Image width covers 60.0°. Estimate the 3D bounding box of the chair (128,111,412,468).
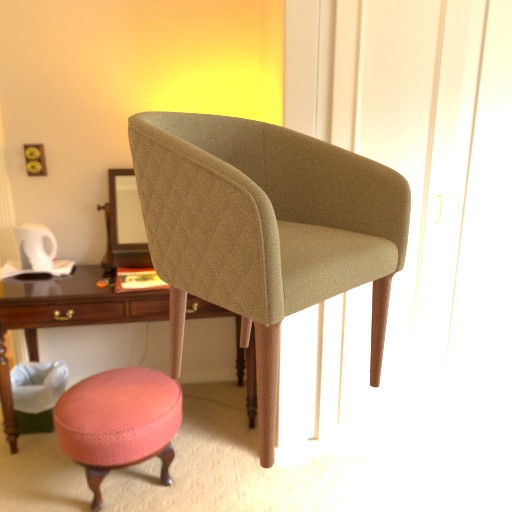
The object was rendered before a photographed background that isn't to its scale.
[{"bbox_3d":[0.000,0.000,1.214,0.616,0.775,0.584,14,20,43],"label":"chair"}]
